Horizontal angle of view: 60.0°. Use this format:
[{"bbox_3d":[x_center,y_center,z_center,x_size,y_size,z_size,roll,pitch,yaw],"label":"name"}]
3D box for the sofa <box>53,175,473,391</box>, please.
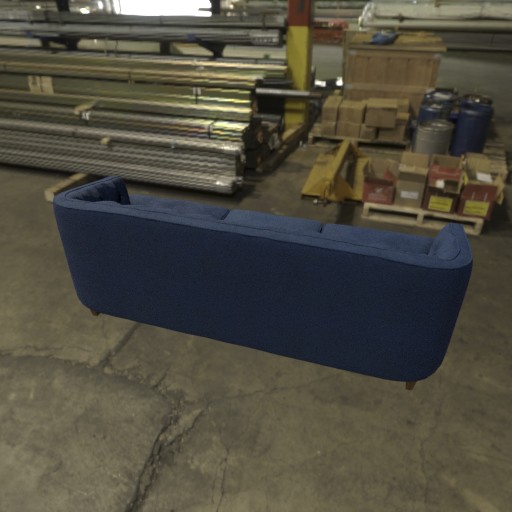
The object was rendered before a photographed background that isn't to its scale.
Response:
[{"bbox_3d":[0.000,0.000,2.666,2.278,0.855,0.941,10,34,15],"label":"sofa"}]
